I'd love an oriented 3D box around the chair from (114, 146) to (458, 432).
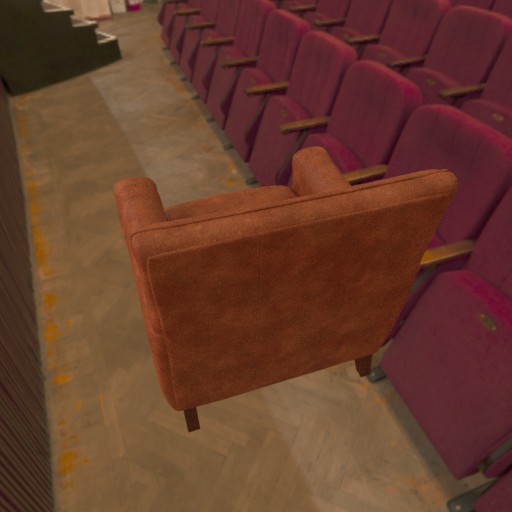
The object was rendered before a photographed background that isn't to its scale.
[{"bbox_3d":[0.000,0.000,1.591,0.870,0.943,0.823,-13,43,-14],"label":"chair"}]
